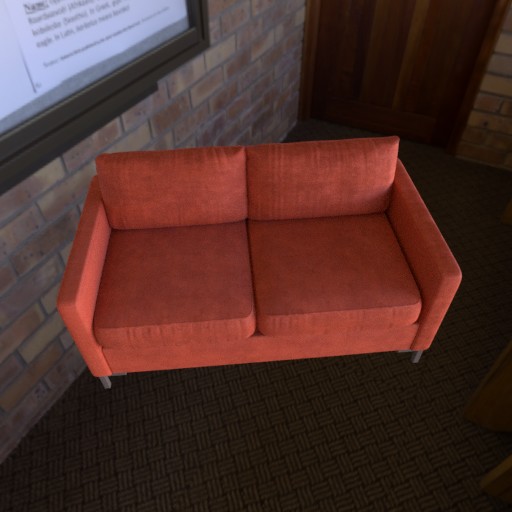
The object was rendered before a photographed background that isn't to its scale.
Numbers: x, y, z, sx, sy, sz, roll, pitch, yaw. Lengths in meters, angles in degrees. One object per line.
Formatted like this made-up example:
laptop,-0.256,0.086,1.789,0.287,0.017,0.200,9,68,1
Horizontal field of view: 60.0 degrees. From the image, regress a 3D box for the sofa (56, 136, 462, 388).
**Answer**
sofa,0.000,0.000,2.117,1.574,0.896,0.864,-4,45,-4
